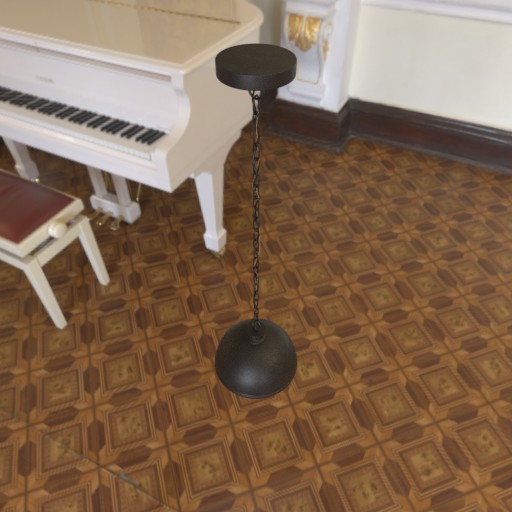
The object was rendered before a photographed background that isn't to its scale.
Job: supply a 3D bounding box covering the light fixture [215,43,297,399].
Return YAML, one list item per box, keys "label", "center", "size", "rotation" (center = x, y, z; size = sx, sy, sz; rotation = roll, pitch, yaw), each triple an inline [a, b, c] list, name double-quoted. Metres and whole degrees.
- label: "light fixture"
  center: [0.000, 0.000, 1.249]
  size: [0.304, 1.090, 0.304]
  rotation: [30, 52, 27]
